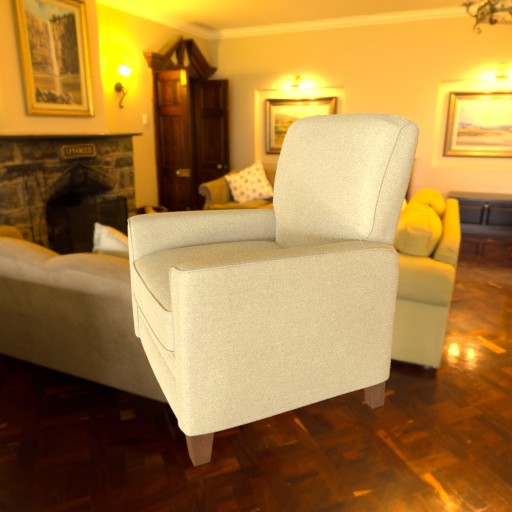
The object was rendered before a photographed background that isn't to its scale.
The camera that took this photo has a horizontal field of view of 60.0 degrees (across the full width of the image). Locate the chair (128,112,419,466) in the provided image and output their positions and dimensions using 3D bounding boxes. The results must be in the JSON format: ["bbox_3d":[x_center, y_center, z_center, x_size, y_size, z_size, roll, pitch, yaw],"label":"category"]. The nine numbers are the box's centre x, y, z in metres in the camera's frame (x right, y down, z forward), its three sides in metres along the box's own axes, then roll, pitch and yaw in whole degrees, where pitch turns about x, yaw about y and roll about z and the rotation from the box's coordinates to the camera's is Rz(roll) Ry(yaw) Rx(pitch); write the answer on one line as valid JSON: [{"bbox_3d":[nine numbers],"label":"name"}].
[{"bbox_3d":[0.000,0.000,1.662,0.858,1.023,0.841,-7,18,-24],"label":"chair"}]
